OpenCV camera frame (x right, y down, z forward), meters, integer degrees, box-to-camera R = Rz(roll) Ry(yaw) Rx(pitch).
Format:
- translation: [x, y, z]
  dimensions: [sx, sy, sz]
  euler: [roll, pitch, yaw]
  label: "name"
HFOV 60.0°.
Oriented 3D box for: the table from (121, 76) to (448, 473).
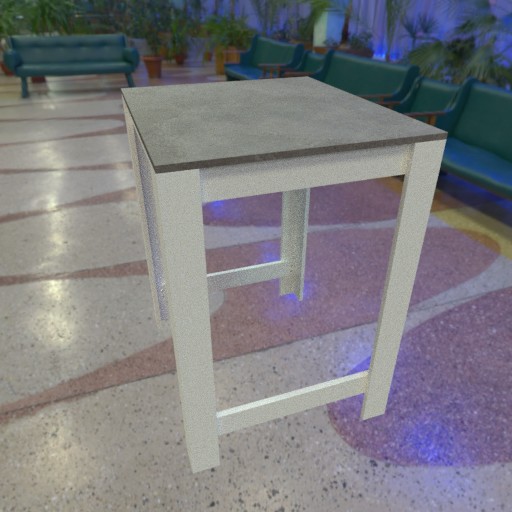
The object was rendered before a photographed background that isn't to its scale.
- translation: [0.000, 0.000, 1.556]
  dimensions: [0.700, 1.020, 0.800]
  euler: [-10, 33, -16]
  label: "table"
